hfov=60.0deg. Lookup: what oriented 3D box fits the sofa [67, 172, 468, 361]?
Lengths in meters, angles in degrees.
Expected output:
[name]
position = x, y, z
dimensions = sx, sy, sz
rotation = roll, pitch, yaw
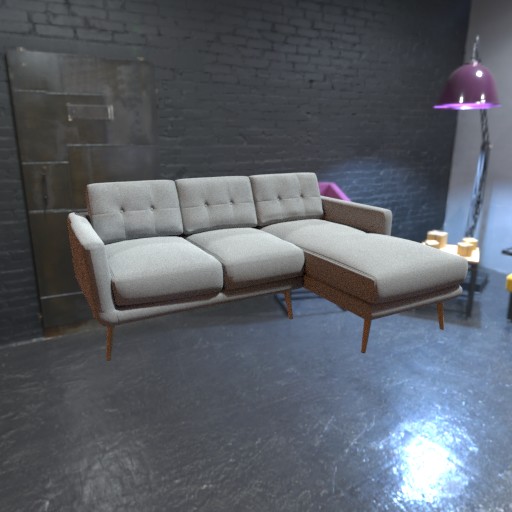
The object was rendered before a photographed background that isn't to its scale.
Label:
[sofa]
position = 0.000, 0.000, 2.756
dimensions = 2.040, 0.860, 1.530
rotation = -8, 18, -28
